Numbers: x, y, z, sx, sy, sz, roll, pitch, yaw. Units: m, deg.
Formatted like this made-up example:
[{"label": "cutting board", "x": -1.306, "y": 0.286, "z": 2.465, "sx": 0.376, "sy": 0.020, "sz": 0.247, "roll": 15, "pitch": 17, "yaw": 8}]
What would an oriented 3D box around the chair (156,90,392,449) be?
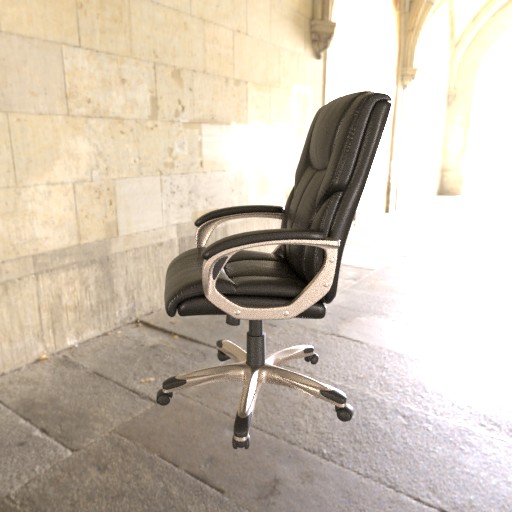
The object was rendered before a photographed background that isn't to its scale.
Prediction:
[{"label": "chair", "x": 0.000, "y": 0.000, "z": 1.639, "sx": 0.780, "sy": 1.145, "sz": 0.700, "roll": -2, "pitch": 15, "yaw": -9}]
